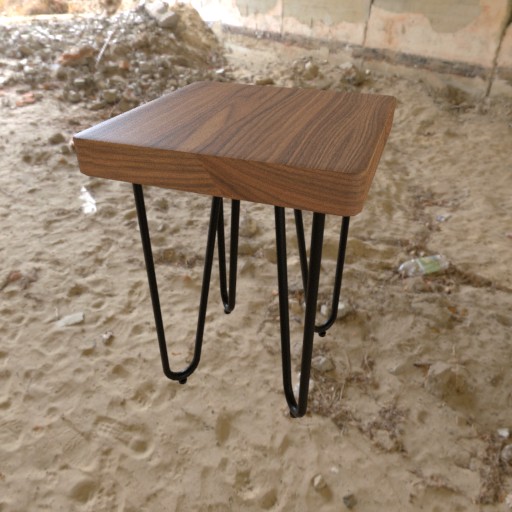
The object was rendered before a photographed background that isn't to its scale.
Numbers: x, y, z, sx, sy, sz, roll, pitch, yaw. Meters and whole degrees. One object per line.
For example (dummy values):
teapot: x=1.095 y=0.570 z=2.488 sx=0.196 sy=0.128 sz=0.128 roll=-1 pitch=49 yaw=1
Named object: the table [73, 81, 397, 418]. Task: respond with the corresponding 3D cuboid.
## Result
table: x=0.000 y=0.000 z=1.012 sx=0.479 sy=0.641 sz=0.480 roll=11 pitch=34 yaw=17
